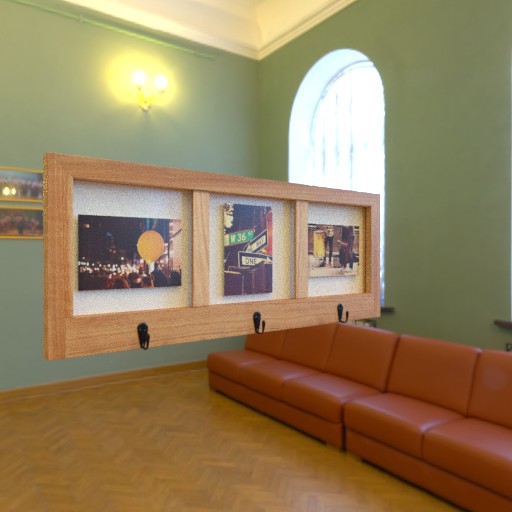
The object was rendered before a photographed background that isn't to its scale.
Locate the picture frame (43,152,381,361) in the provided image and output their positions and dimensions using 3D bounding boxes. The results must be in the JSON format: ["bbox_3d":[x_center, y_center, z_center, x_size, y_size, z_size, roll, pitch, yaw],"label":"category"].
[{"bbox_3d":[0.000,0.000,0.670,0.582,0.234,0.045,0,0,-36],"label":"picture frame"}]
